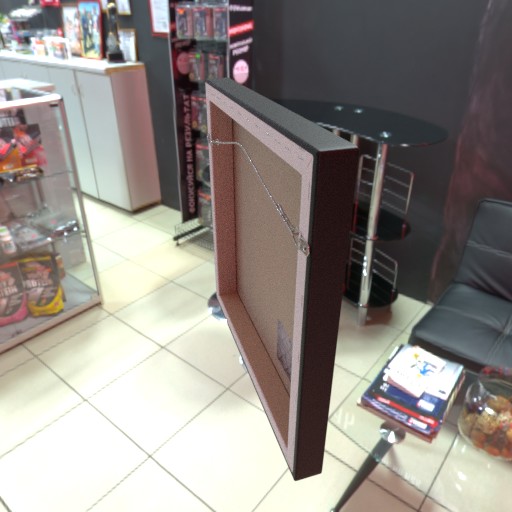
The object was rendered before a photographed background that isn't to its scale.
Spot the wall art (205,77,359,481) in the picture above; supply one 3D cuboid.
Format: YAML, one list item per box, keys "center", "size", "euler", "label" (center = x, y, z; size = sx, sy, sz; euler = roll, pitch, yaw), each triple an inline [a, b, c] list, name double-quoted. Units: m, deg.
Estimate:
- center: [0.000, 0.000, 0.608]
  size: [0.041, 0.407, 0.406]
  euler: [-9, 31, -15]
  label: "wall art"
